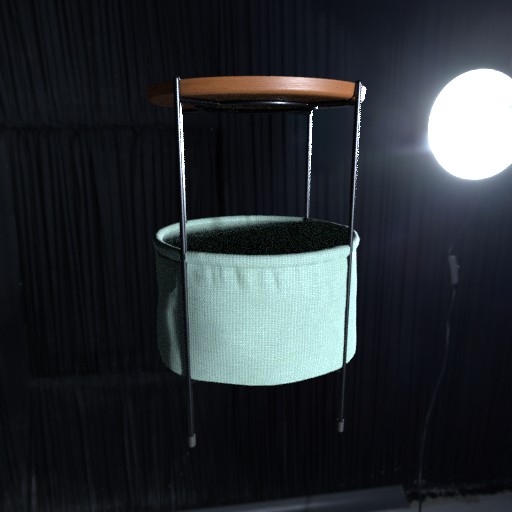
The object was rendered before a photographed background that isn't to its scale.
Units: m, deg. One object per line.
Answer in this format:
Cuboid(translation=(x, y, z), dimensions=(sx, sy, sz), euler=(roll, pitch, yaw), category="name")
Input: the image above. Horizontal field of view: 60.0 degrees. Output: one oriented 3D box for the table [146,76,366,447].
Cuboid(translation=(0.000, 0.000, 0.879), dimensions=(0.400, 0.623, 0.400), euler=(-2, 15, -9), category="table")
